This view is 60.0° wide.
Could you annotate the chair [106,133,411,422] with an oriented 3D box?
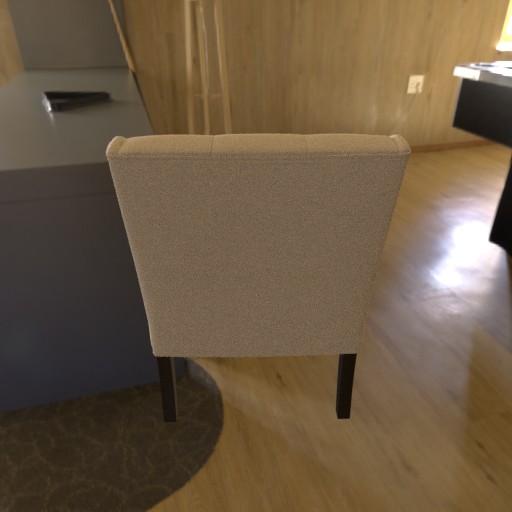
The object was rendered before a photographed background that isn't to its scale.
[{"bbox_3d":[0.000,0.000,1.282,0.569,0.853,0.676,-1,30,-1],"label":"chair"}]
